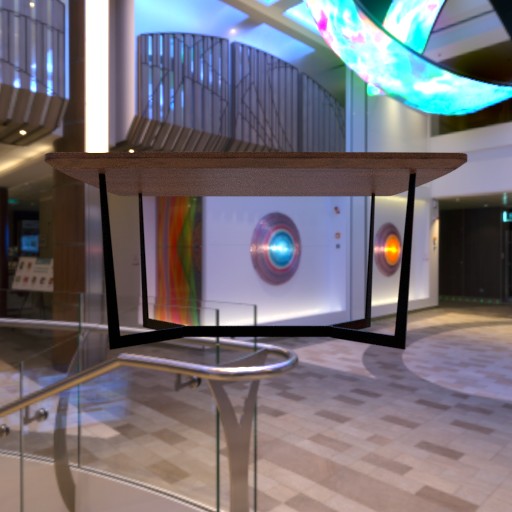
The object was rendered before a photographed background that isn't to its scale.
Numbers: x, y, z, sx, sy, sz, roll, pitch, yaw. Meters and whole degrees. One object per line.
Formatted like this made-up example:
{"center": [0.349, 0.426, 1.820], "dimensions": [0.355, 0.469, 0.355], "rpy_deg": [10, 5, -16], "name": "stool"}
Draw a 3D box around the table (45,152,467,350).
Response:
{"center": [0.000, 0.000, 2.089], "dimensions": [1.643, 0.765, 0.949], "rpy_deg": [0, 0, 0], "name": "table"}
